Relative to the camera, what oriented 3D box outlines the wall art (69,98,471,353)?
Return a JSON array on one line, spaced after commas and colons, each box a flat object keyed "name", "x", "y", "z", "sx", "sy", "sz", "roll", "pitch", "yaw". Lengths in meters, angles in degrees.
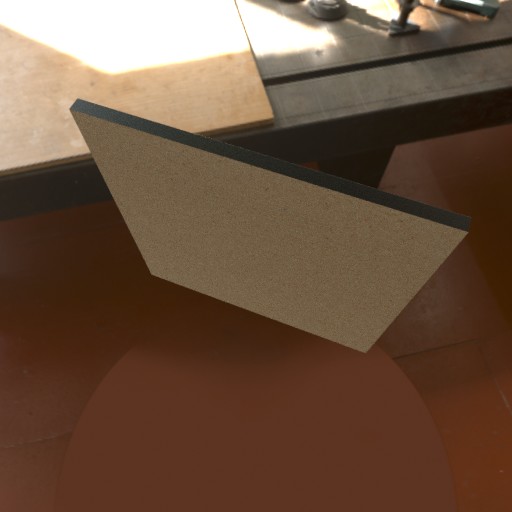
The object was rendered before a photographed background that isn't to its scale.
[{"name": "wall art", "x": 0.000, "y": 0.000, "z": 1.155, "sx": 0.773, "sy": 0.775, "sz": 0.031, "roll": 19, "pitch": 64, "yaw": 9}]
